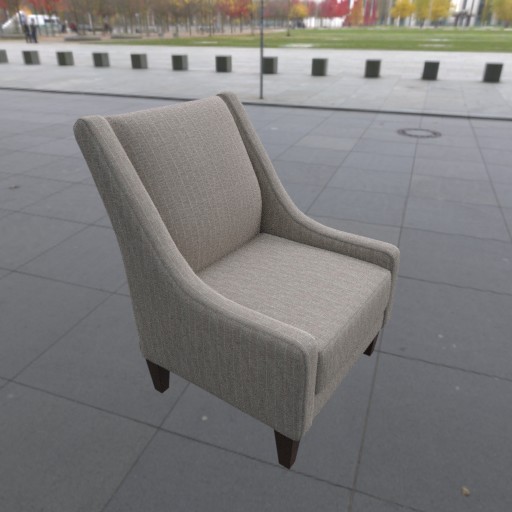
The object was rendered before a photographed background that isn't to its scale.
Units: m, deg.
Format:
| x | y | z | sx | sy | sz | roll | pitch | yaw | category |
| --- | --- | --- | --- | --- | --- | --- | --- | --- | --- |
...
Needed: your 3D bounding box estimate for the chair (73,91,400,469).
| x | y | z | sx | sy | sz | roll | pitch | yaw | category |
| --- | --- | --- | --- | --- | --- | --- | --- | --- | --- |
| 0.000 | 0.000 | 1.623 | 0.870 | 1.014 | 0.774 | 18 | 33 | 31 | chair |
